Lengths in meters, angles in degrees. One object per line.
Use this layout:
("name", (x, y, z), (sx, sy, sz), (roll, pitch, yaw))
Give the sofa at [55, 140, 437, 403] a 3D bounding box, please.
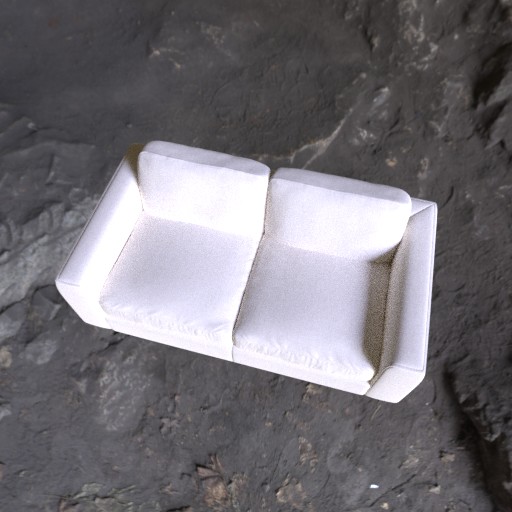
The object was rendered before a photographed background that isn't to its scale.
("sofa", (0.000, 0.000, 2.540), (1.920, 0.801, 1.069), (13, 60, 8))
